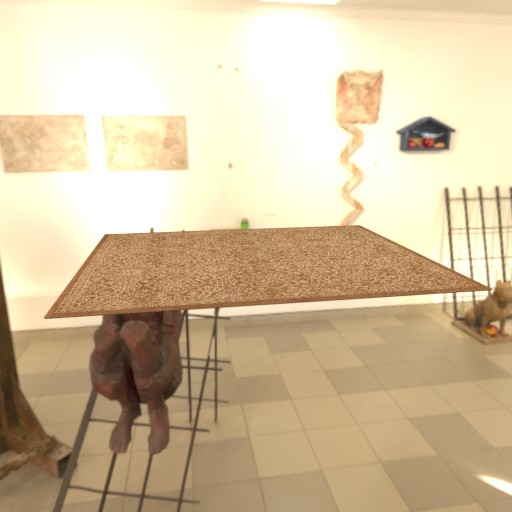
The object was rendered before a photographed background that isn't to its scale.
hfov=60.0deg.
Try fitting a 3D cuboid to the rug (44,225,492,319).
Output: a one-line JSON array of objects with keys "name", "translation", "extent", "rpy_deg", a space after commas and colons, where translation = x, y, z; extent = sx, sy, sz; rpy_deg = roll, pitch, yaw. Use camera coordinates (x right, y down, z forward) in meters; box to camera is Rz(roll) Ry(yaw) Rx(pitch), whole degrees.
[{"name": "rug", "translation": [0.000, 0.000, 4.107], "extent": [3.050, 0.015, 2.441], "rpy_deg": [-3, 15, -10]}]
